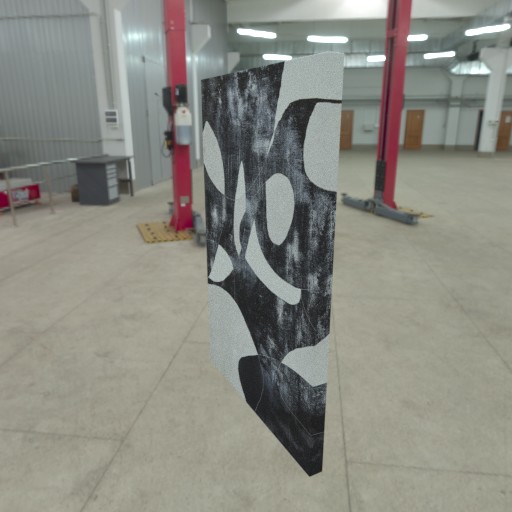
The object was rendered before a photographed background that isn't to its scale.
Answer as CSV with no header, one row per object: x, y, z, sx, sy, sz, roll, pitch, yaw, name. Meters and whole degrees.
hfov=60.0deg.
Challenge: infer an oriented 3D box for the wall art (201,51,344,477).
0.000,0.000,1.173,0.041,0.915,0.610,-9,19,-27,wall art
